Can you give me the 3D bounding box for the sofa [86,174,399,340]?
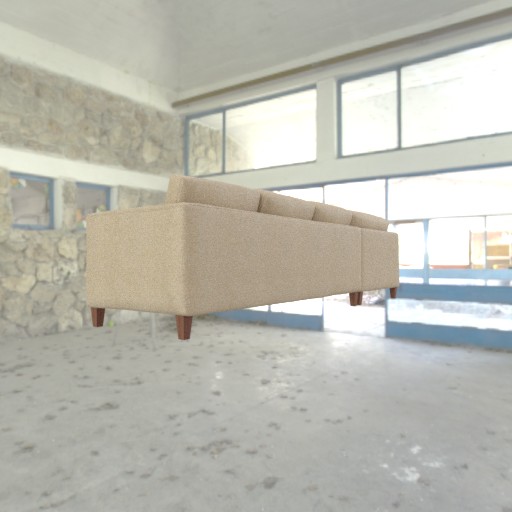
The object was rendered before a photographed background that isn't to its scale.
[{"bbox_3d":[0.000,0.000,3.878,1.502,0.876,3.201,0,-1,36],"label":"sofa"}]
